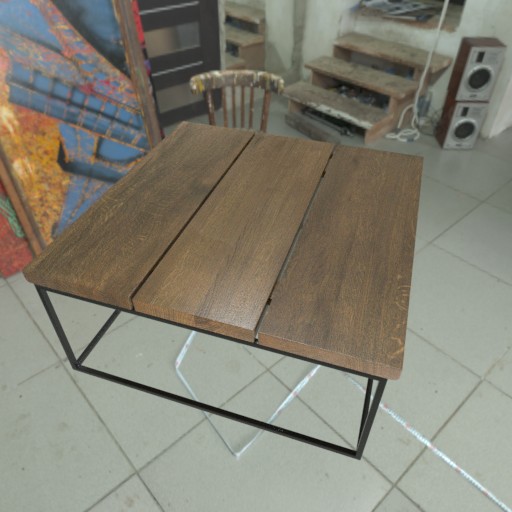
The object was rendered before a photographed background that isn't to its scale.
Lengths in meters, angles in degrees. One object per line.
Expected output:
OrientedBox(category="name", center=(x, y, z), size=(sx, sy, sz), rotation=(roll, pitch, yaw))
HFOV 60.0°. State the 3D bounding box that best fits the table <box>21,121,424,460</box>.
OrientedBox(category="table", center=(0.000, 0.000, 1.420), size=(0.900, 0.400, 0.900), rotation=(12, 42, 14))
